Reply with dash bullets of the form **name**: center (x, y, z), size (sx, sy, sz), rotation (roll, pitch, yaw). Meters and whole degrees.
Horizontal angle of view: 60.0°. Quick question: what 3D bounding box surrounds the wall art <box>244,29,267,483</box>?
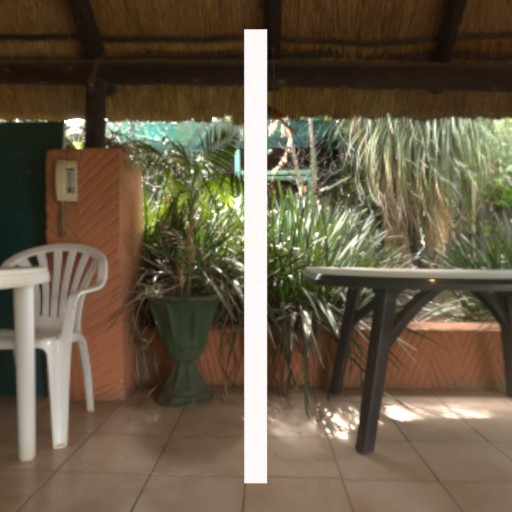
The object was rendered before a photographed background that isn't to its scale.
- **wall art**: center (0.000, 0.000, 1.125), size (0.038, 0.762, 0.762), rotation (0, 0, 0)
